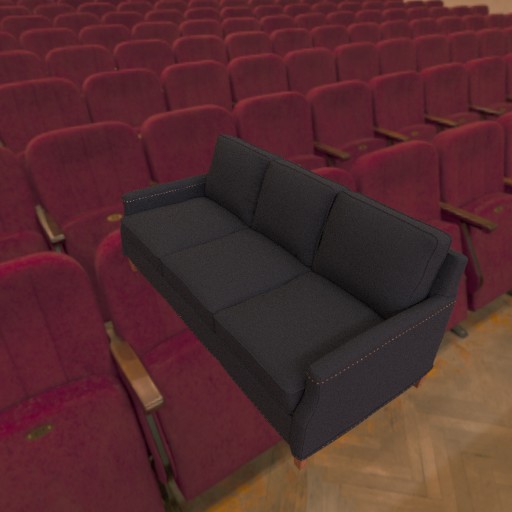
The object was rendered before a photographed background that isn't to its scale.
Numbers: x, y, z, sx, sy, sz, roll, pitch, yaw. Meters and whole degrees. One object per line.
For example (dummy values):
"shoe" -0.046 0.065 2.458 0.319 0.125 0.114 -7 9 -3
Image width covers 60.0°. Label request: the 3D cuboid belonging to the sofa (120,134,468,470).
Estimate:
"sofa" 0.000 0.000 2.867 1.084 1.003 2.246 -20 37 -29
